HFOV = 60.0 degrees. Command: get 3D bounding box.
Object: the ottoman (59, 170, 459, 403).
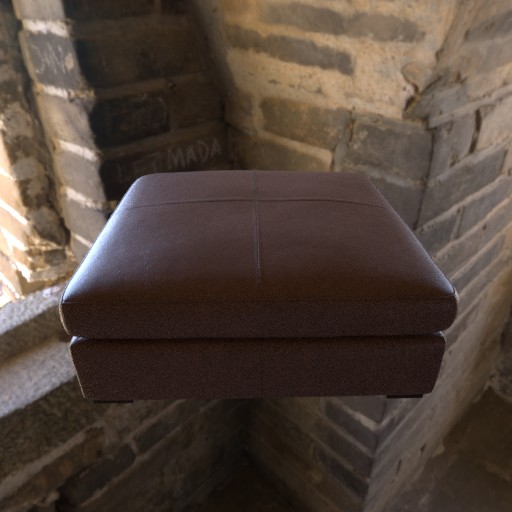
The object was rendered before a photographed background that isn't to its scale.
[{"bbox_3d":[0.000,0.000,1.803,1.168,0.490,1.168,-1,29,-1],"label":"ottoman"}]
